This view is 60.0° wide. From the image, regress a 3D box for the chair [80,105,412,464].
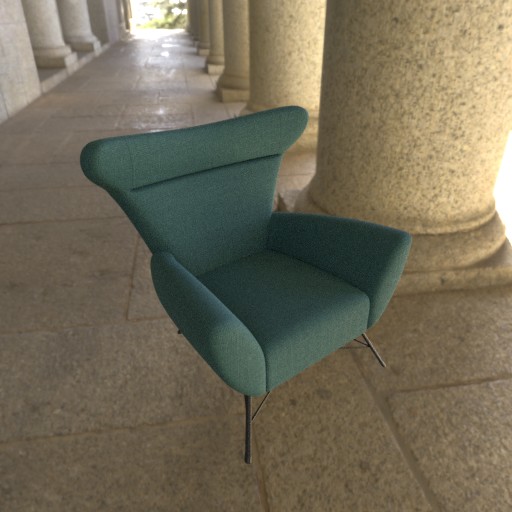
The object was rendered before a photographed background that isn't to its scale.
[{"bbox_3d":[0.000,0.000,1.802,1.050,0.980,0.900,-22,36,-33],"label":"chair"}]
